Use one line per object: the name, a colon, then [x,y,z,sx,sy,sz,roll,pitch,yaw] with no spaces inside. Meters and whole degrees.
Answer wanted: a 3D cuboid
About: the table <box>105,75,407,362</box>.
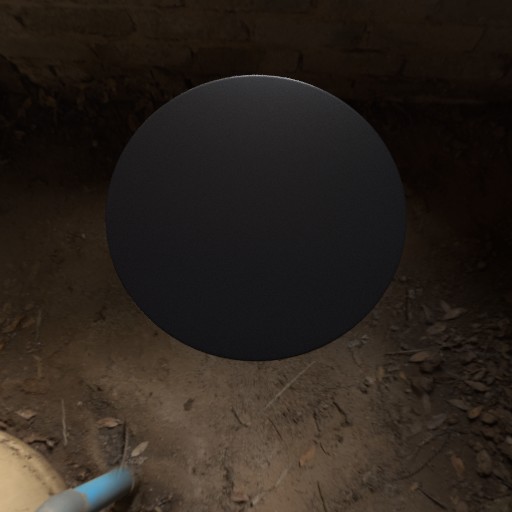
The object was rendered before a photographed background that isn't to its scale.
table: [0.000,0.000,1.023,0.481,0.665,0.481,0,76,0]
